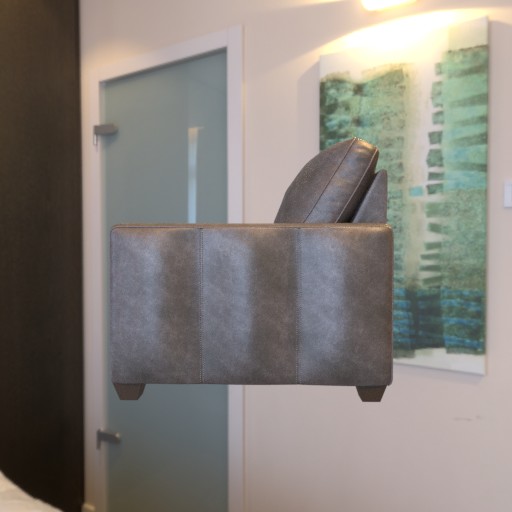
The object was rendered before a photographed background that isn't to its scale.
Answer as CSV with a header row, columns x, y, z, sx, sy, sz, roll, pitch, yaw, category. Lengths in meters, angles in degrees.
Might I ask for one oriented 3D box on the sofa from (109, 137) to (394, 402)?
x,y,z,sx,sy,sz,roll,pitch,yaw,category
0.000,0.000,2.284,0.939,0.916,1.732,0,2,1,sofa
